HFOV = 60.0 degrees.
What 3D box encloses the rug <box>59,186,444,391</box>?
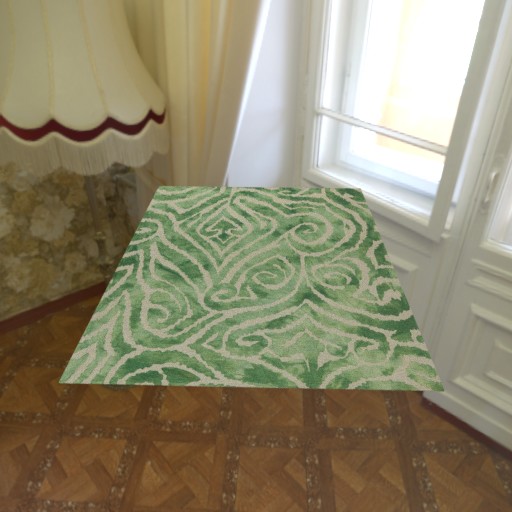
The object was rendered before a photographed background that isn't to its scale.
[{"bbox_3d":[0.000,0.000,4.073,2.436,0.007,3.045,1,33,1],"label":"rug"}]
